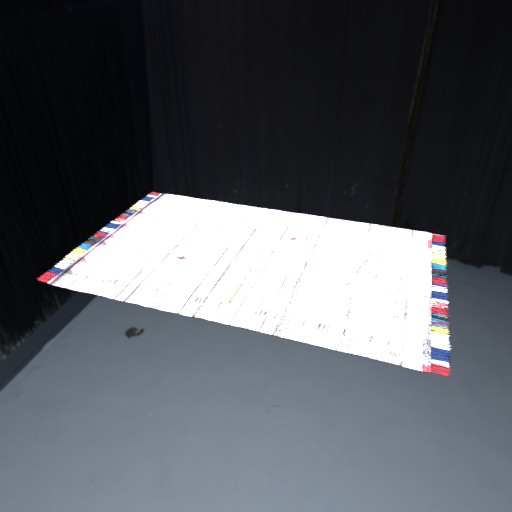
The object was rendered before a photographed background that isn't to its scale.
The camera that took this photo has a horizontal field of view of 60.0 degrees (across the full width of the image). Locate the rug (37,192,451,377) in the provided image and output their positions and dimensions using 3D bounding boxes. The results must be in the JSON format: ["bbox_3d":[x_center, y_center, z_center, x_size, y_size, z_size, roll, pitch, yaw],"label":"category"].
[{"bbox_3d":[0.000,0.000,3.009,2.465,0.012,1.465,10,33,16],"label":"rug"}]
